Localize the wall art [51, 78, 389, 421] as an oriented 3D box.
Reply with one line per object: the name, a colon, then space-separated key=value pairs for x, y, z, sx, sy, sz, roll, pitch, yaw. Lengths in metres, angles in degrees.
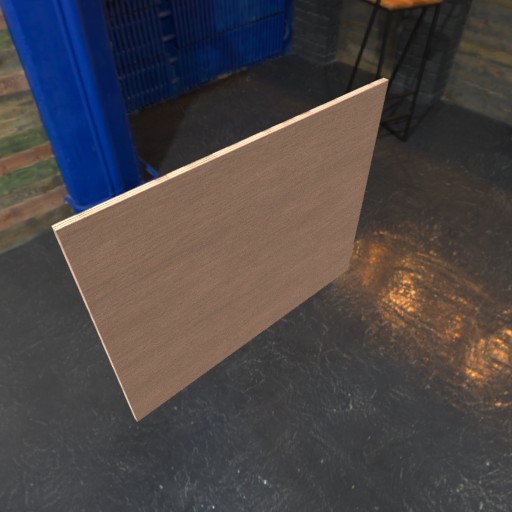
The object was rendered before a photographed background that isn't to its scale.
wall art: x=0.000 y=0.000 z=0.682 sx=0.508 sy=0.408 sz=0.010 roll=-31 pitch=53 yaw=-27
